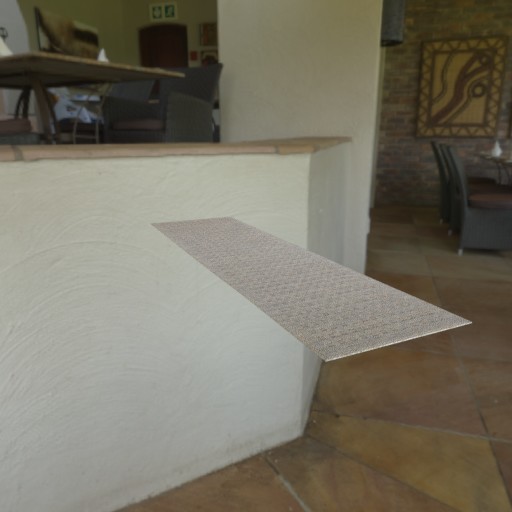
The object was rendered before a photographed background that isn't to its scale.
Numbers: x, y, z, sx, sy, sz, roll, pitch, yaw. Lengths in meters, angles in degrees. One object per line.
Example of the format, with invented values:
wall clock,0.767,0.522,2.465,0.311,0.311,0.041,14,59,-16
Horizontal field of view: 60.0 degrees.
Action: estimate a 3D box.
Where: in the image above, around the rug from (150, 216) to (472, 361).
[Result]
rug,0.000,0.000,2.628,0.688,0.005,2.437,-8,17,-25
